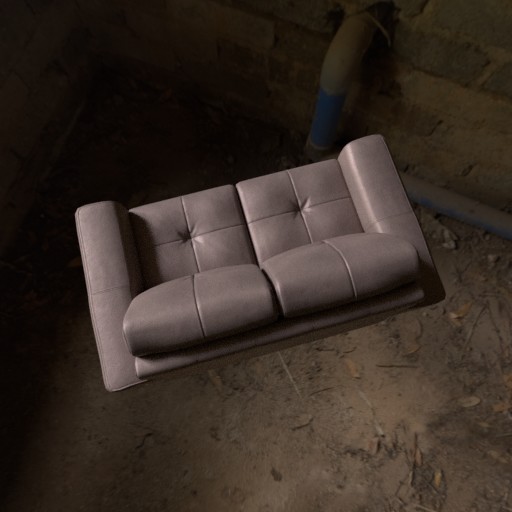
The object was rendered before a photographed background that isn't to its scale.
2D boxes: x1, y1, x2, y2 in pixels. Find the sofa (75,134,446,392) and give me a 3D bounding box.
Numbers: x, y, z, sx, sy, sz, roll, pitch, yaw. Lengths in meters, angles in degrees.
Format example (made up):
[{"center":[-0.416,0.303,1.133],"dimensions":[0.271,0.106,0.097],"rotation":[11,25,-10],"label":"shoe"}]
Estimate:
[{"center":[0.000,0.000,2.407],"dimensions":[1.806,0.907,1.018],"rotation":[-15,74,-4],"label":"sofa"}]
